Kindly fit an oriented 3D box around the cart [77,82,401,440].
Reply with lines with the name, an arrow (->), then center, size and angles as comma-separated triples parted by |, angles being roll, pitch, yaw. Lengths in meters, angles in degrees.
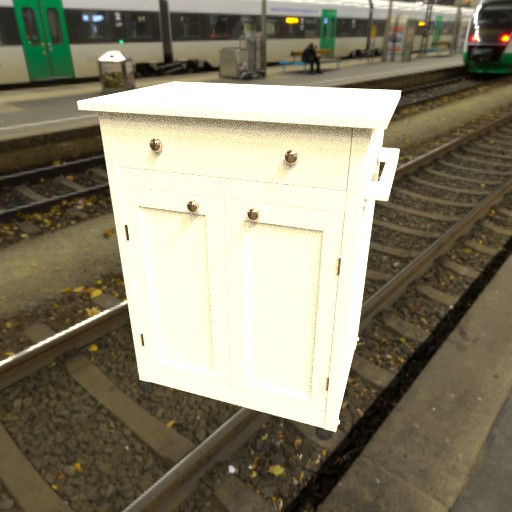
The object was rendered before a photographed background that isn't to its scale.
cart -> 0.000, 0.000, 1.260 | 0.683, 0.864, 0.442 | 9, 28, 17
